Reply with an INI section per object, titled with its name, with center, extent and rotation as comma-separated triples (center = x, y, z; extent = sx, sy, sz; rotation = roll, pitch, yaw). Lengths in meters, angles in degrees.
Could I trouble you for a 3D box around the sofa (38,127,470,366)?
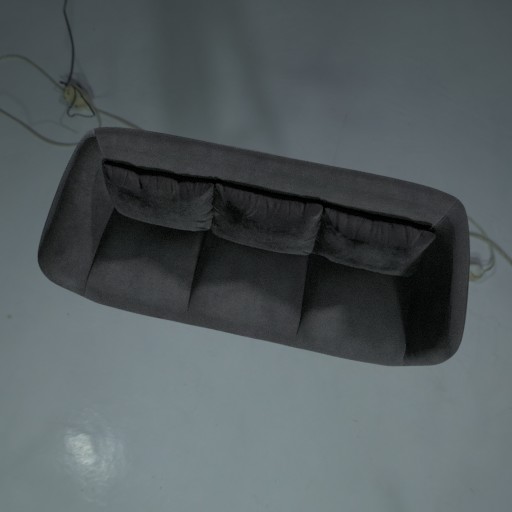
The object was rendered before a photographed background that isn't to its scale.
[sofa]
center = 0.000, 0.000, 2.685
extent = 2.296, 0.875, 0.956
rotation = 12, 76, 3
